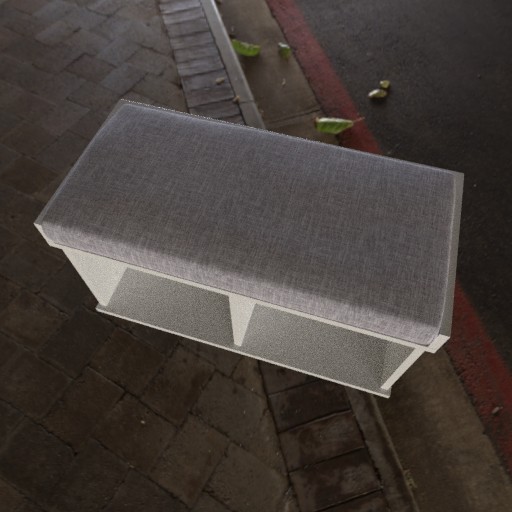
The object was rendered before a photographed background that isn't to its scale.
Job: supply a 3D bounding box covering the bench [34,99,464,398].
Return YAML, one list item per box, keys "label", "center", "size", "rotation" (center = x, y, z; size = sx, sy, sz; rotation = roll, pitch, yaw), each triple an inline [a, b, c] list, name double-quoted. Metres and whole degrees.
- label: "bench"
  center: [0.000, 0.000, 0.999]
  size: [0.734, 0.461, 0.362]
  rotation: [15, 60, 9]
